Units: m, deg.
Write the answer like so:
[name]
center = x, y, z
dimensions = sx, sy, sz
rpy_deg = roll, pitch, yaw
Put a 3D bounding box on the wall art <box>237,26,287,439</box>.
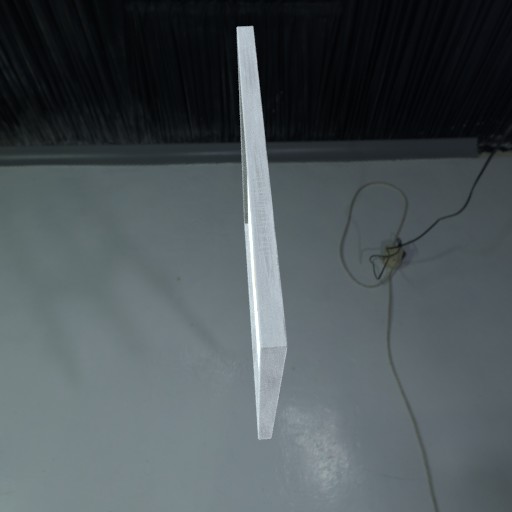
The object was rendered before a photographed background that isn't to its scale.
[wall art]
center = 0.000, 0.000, 0.452
dimensions = 0.015, 0.303, 0.303
rpy_deg = -3, 59, -2
